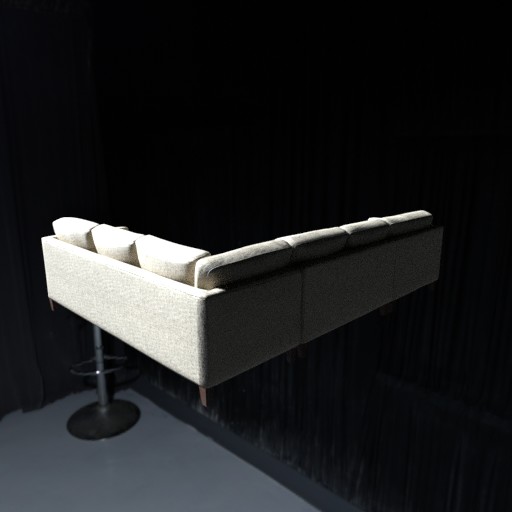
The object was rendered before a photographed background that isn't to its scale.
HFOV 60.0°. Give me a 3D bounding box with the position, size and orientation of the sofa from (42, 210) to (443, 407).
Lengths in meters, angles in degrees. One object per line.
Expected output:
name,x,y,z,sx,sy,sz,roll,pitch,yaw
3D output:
sofa,0.000,0.000,4.704,2.593,0.959,3.460,13,19,43
